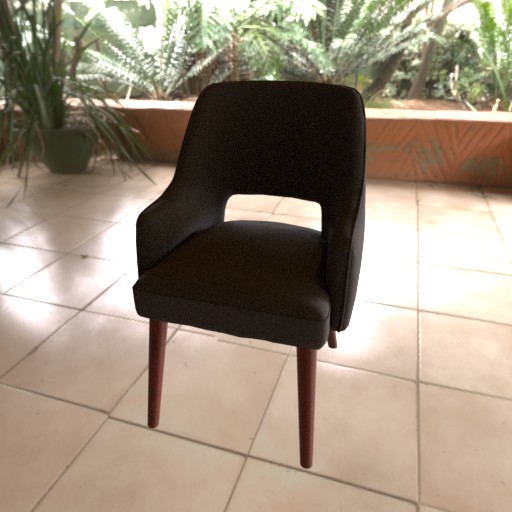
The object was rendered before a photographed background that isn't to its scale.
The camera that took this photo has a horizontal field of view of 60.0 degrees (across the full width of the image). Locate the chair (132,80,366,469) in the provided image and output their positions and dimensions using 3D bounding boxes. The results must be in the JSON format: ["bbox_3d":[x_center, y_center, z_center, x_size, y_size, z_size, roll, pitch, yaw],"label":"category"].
[{"bbox_3d":[0.000,0.000,1.195,0.559,0.838,0.560,8,28,15],"label":"chair"}]
